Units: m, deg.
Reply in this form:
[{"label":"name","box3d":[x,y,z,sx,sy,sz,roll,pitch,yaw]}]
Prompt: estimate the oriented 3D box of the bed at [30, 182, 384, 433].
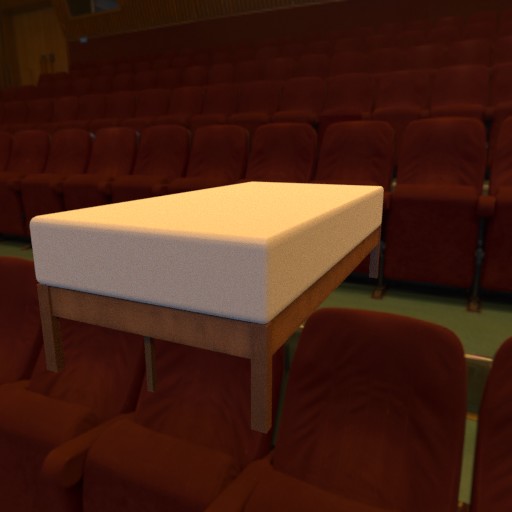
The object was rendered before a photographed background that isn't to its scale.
[{"label":"bed","box3d":[0.000,0.000,2.329,0.961,0.616,1.902,6,15,24]}]
